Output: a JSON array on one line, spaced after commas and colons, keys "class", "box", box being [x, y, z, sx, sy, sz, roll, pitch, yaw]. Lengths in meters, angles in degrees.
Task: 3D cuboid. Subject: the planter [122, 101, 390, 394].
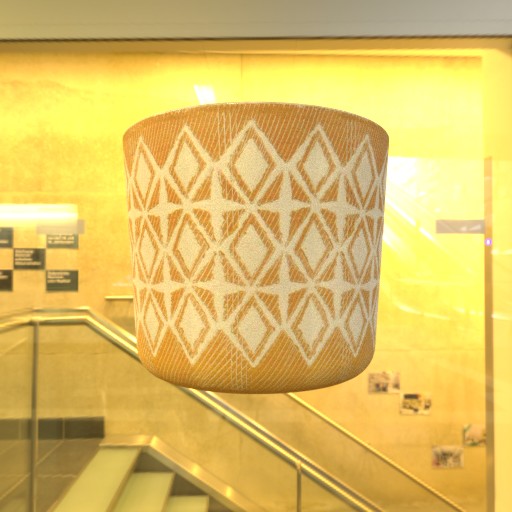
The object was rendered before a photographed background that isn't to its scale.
[{"class": "planter", "box": [0.000, 0.000, 0.333, 0.193, 0.165, 0.193, 0, -1, 0]}]
